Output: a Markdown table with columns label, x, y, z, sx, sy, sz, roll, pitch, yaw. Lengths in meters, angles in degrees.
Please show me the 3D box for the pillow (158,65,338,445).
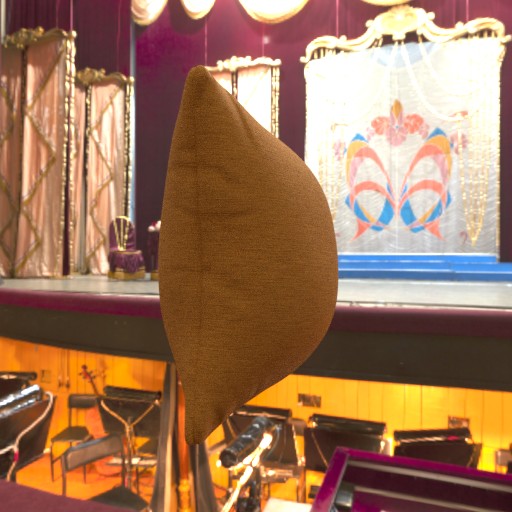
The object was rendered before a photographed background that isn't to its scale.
| label | x | y | z | sx | sy | sz | roll | pitch | yaw |
| --- | --- | --- | --- | --- | --- | --- | --- | --- | --- |
| pillow | 0.000 | 0.000 | 0.681 | 0.247 | 0.417 | 0.435 | 0 | 0 | 18 |
